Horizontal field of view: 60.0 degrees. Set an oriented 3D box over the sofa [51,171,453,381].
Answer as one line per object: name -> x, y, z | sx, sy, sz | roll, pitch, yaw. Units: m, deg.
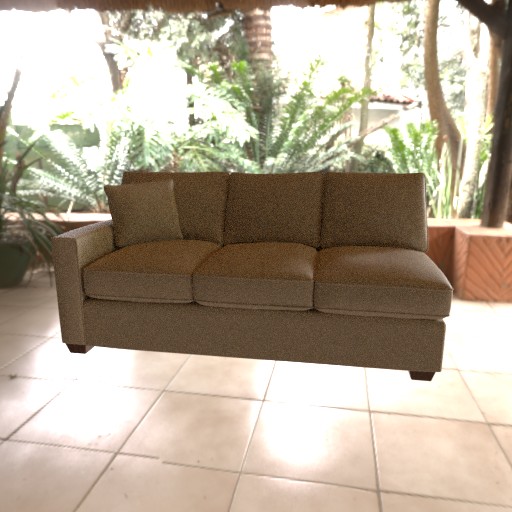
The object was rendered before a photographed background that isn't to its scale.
sofa -> 0.000, 0.000, 2.582 | 1.962, 0.946, 1.034 | 2, 13, 9
